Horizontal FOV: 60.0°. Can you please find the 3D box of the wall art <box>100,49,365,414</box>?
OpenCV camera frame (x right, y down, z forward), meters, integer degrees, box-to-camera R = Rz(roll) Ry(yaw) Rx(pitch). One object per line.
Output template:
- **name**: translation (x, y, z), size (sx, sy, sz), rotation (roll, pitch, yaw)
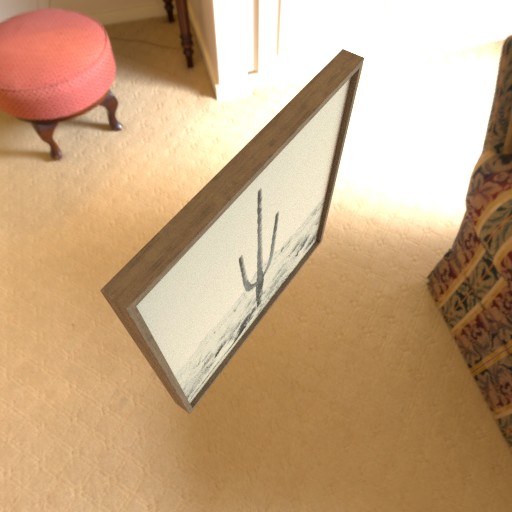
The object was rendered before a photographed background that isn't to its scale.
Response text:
- **wall art**: translation (0.000, 0.000, 0.783), size (0.038, 0.508, 0.508), rotation (32, 64, 18)
